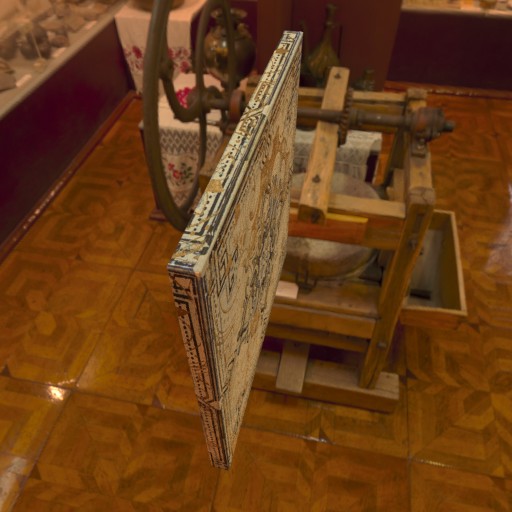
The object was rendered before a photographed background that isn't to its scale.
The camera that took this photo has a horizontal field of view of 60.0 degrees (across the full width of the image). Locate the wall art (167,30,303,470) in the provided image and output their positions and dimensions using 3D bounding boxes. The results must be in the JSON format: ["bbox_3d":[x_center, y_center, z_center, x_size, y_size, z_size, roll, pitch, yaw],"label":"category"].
[{"bbox_3d":[0.000,0.000,0.857,0.036,0.607,0.609,10,48,9],"label":"wall art"}]
